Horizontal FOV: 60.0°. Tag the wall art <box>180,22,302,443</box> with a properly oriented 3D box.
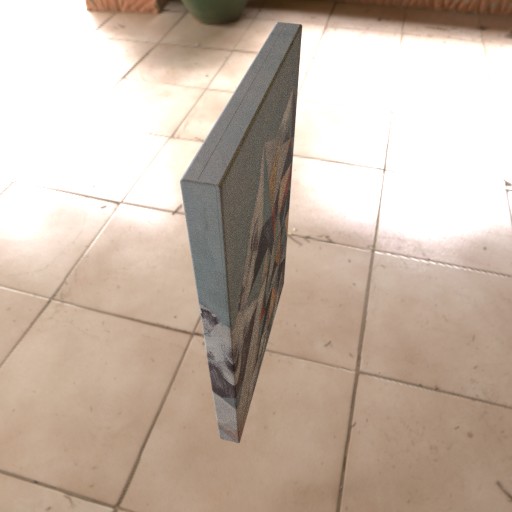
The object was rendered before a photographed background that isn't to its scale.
[{"bbox_3d":[0.000,0.000,1.130,0.061,0.911,0.609,11,48,10],"label":"wall art"}]
